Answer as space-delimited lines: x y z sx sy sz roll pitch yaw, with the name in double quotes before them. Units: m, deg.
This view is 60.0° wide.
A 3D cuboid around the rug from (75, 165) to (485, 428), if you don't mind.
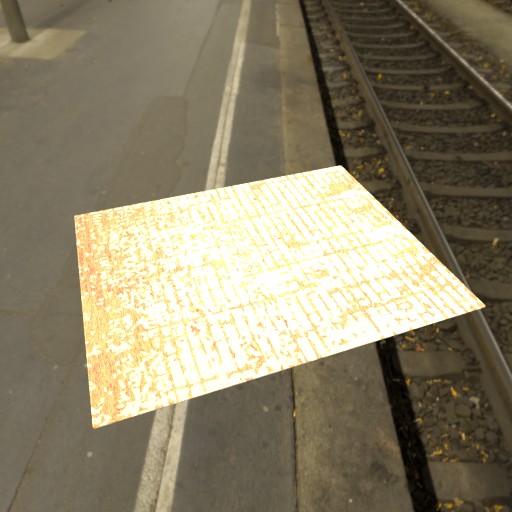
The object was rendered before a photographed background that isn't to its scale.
"rug" 0.000 0.000 4.039 3.050 0.011 2.441 -13 42 -15
